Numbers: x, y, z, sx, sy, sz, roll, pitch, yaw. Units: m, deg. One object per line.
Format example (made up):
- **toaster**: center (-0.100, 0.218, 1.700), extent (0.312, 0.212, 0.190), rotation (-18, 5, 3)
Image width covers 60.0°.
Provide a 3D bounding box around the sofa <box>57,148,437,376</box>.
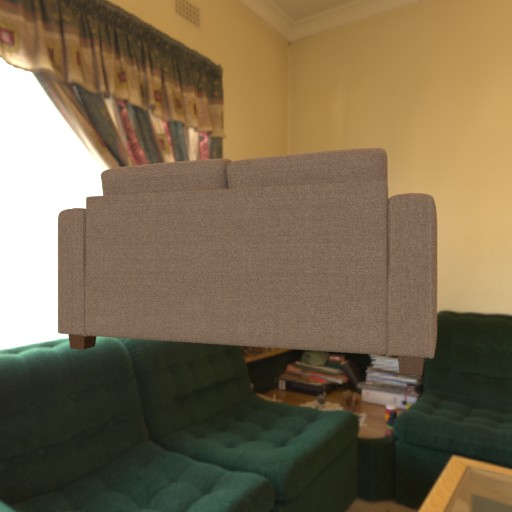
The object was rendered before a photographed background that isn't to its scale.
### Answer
- **sofa**: center (0.000, 0.000, 2.070), extent (1.520, 0.800, 0.900), rotation (0, 0, 18)
